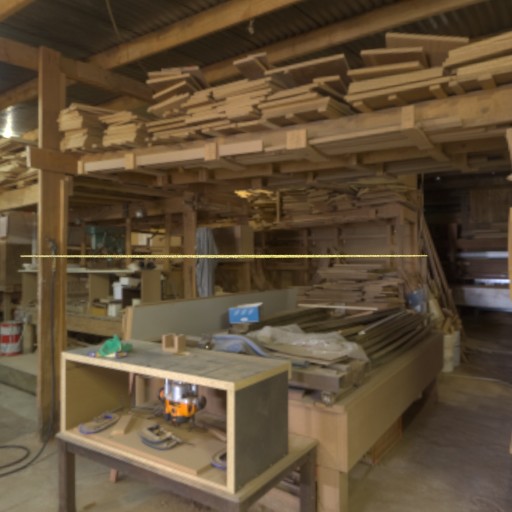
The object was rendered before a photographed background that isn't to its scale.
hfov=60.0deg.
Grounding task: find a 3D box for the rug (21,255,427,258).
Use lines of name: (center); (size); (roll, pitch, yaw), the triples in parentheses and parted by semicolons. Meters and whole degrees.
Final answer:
rug: (0.000, 0.000, 2.893); (1.529, 0.007, 2.297); (0, 0, 37)
